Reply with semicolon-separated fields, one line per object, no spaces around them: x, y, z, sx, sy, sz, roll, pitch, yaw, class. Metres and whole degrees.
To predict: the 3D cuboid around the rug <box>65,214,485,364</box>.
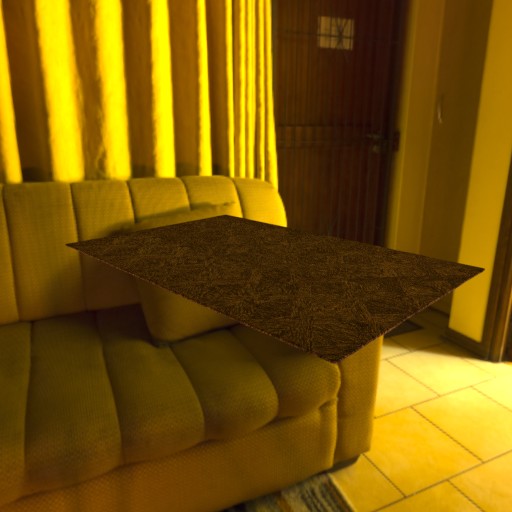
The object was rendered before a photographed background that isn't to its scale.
0.000;0.000;2.249;1.808;0.011;1.189;16;23;42;rug
